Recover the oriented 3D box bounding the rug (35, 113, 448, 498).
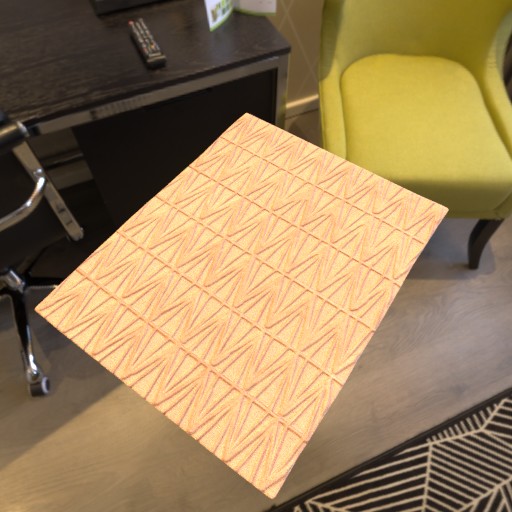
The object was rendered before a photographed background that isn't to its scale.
[{"bbox_3d":[0.000,0.000,4.023,2.453,0.043,3.052,31,63,18],"label":"rug"}]
